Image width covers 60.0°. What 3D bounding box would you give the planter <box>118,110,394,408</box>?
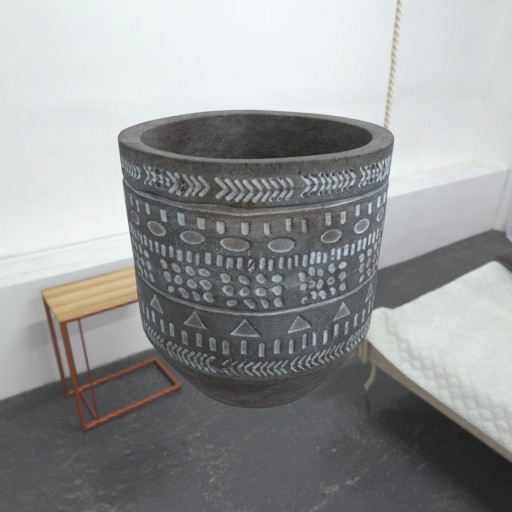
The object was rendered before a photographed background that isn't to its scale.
[{"bbox_3d":[0.000,0.000,0.266,0.142,0.149,0.142,0,26,0],"label":"planter"}]
